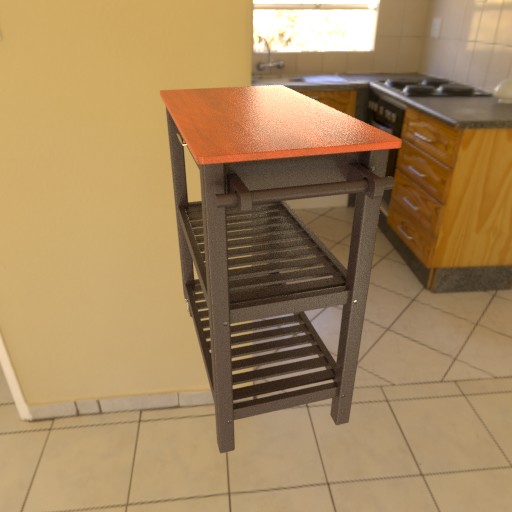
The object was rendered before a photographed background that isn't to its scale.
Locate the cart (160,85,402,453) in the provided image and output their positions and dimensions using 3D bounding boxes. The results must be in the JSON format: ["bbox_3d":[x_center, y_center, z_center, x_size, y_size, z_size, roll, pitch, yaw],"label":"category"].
[{"bbox_3d":[0.000,0.000,1.468,0.457,0.927,0.899,-8,30,-14],"label":"cart"}]
